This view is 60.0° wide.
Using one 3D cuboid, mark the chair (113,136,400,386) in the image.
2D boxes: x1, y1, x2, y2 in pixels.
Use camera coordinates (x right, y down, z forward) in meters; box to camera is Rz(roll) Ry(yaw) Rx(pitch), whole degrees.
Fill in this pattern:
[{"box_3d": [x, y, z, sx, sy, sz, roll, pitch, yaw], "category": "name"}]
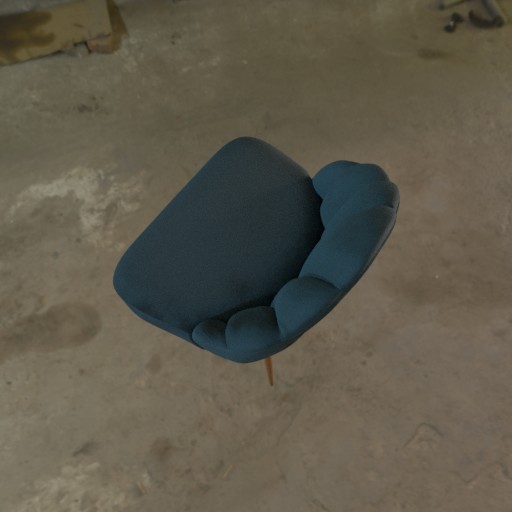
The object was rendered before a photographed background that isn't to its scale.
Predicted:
[{"box_3d": [0.000, 0.000, 1.289, 0.599, 0.819, 0.657, 32, 68, 15], "category": "chair"}]
